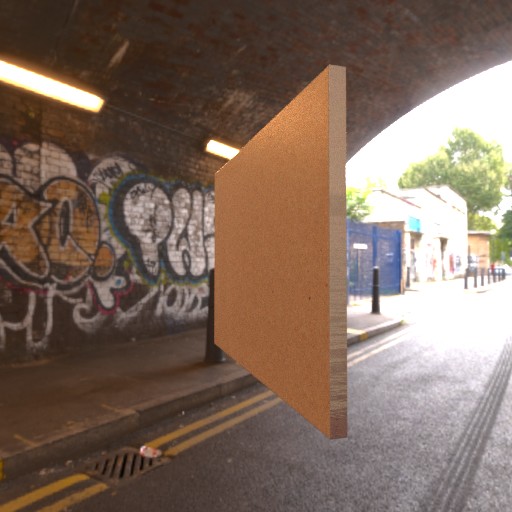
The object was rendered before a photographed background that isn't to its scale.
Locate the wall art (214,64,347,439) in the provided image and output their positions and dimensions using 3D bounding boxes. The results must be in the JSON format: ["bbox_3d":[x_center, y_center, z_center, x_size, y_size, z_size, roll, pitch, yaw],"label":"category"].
[{"bbox_3d":[0.000,0.000,0.780,0.021,0.410,0.615,0,-1,-17],"label":"wall art"}]
